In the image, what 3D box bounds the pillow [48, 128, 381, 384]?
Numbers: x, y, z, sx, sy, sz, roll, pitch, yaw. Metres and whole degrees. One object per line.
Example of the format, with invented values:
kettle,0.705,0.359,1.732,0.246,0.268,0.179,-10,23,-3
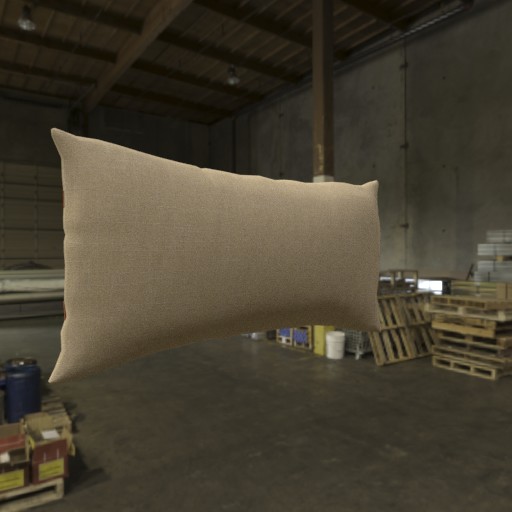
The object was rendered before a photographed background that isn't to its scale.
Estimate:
pillow,0.000,0.000,0.708,0.612,0.308,0.148,0,0,-36
